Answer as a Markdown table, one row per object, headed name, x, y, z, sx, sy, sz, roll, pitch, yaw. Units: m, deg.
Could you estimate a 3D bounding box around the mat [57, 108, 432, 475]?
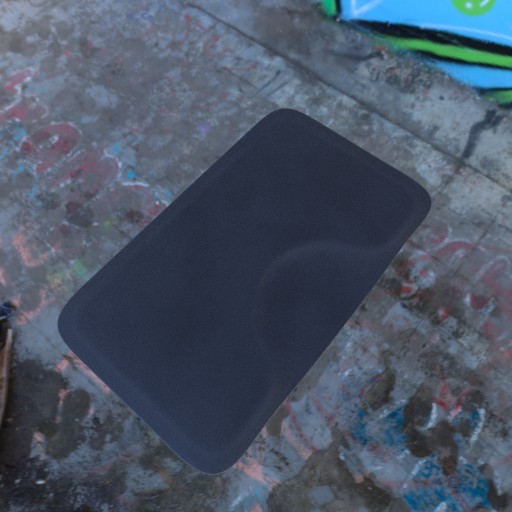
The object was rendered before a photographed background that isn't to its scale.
| name | x | y | z | sx | sy | sz | roll | pitch | yaw |
| --- | --- | --- | --- | --- | --- | --- | --- | --- | --- |
| mat | 0.000 | 0.000 | 1.864 | 0.918 | 0.013 | 1.524 | 37 | 70 | 16 |
